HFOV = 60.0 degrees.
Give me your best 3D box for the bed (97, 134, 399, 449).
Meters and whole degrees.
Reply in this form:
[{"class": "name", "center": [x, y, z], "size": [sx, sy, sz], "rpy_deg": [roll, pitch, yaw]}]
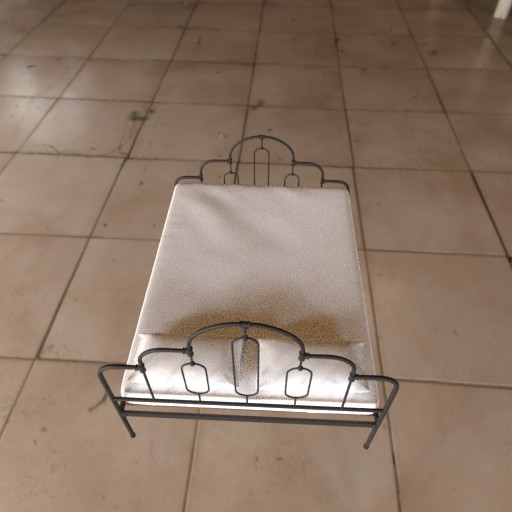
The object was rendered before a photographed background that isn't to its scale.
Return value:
[{"class": "bed", "center": [0.000, 0.000, 3.222], "size": [1.640, 1.429, 2.163], "rpy_deg": [2, 47, 2]}]
